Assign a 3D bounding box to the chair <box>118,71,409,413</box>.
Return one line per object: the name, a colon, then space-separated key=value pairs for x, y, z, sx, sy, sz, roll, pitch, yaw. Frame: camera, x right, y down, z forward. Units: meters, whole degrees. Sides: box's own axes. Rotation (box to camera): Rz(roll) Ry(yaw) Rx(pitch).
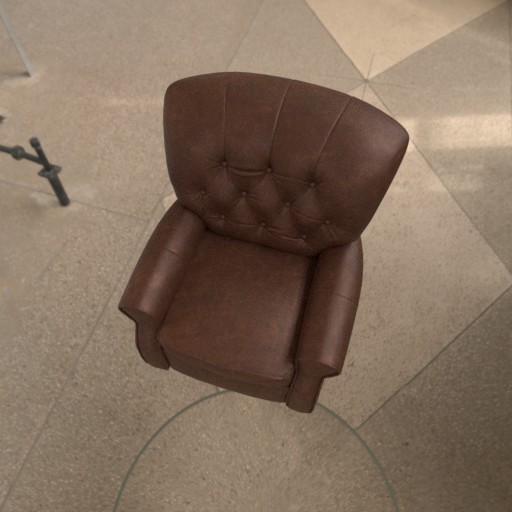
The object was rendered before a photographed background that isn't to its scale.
chair: x=0.000 y=0.000 z=1.971 sx=0.979 sy=1.162 sz=1.031 roll=15 pitch=59 yaw=9
